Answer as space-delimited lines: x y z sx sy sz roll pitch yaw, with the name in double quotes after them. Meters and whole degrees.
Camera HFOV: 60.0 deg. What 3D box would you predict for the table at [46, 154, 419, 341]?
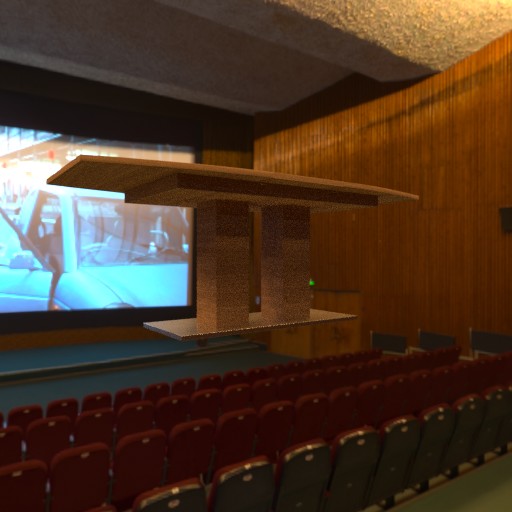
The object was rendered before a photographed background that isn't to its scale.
0.000 0.000 2.473 2.032 0.750 0.900 0 0 -35 "table"
